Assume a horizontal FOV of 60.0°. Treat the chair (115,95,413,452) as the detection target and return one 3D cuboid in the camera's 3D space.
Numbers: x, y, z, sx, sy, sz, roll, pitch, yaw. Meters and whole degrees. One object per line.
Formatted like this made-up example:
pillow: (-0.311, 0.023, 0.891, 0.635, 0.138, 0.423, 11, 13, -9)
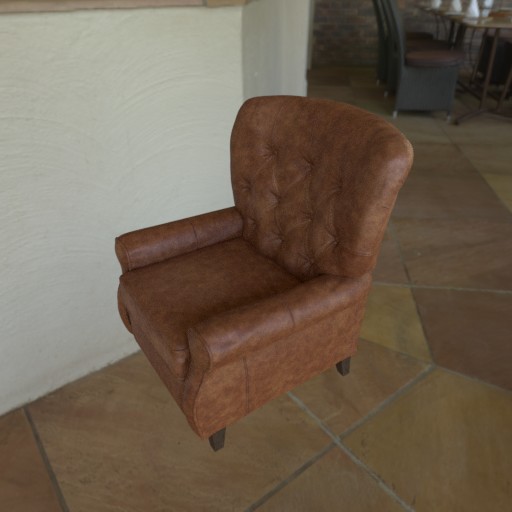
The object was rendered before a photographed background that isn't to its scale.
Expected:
chair: (0.000, 0.000, 1.894, 1.059, 1.164, 0.951, -20, 37, -29)
